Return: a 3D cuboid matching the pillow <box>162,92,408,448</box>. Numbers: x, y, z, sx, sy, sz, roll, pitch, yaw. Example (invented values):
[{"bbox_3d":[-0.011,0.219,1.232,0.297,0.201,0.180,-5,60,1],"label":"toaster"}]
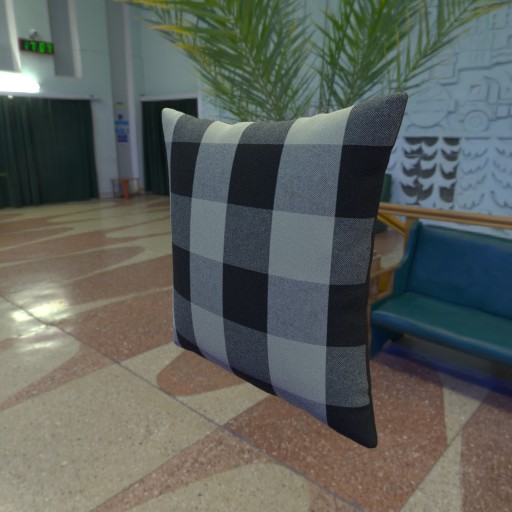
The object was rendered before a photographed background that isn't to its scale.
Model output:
[{"bbox_3d":[0.000,0.000,0.772,0.511,0.509,0.161,15,21,42],"label":"pillow"}]
